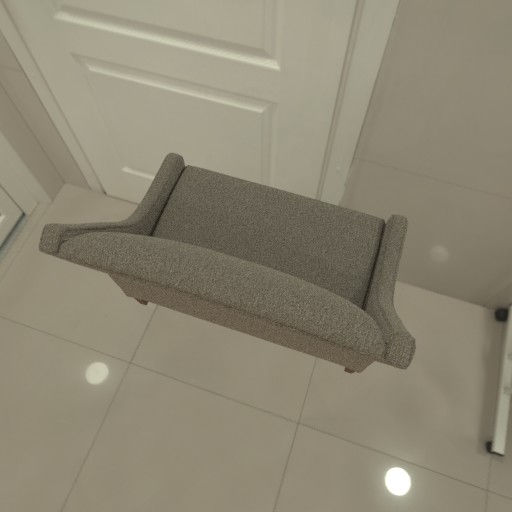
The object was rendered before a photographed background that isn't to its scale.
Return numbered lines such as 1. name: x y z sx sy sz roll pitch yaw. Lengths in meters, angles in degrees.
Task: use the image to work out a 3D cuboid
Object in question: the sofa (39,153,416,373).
1. sofa: 0.000 0.000 1.952 1.242 1.026 0.862 17 65 8
